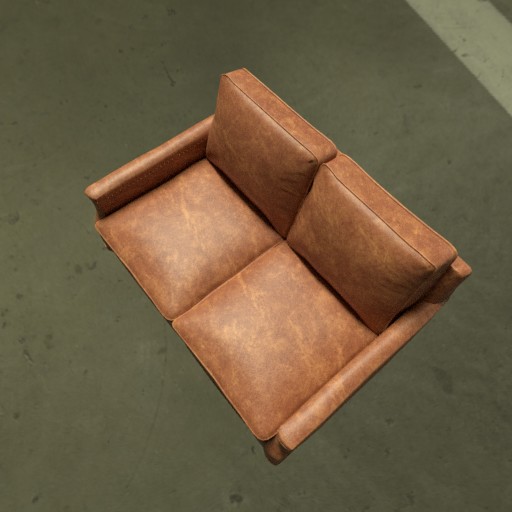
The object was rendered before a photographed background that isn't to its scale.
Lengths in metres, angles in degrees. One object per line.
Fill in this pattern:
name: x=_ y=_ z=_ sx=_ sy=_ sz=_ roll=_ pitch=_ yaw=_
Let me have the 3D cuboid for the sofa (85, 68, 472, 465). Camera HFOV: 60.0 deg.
sofa: x=0.000 y=0.000 z=2.222 sx=1.084 sy=1.003 sz=1.597 roll=-36 pitch=69 yaw=-17
